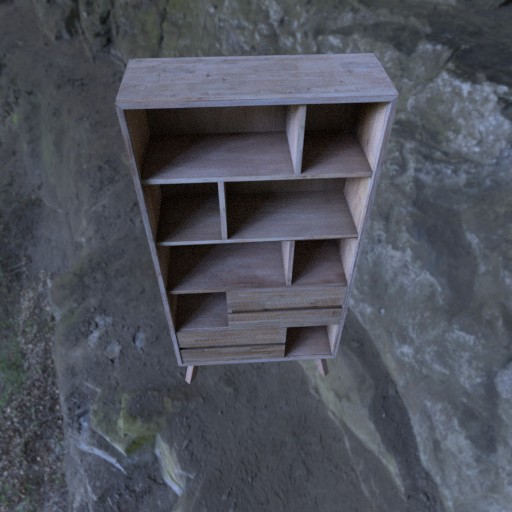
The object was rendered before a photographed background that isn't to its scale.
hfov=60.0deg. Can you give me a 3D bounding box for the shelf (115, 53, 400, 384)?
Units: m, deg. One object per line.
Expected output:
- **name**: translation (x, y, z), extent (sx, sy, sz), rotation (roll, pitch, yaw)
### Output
- **shelf**: translation (0.000, 0.000, 1.784), extent (0.748, 1.471, 0.308), rotation (-2, 46, -2)
